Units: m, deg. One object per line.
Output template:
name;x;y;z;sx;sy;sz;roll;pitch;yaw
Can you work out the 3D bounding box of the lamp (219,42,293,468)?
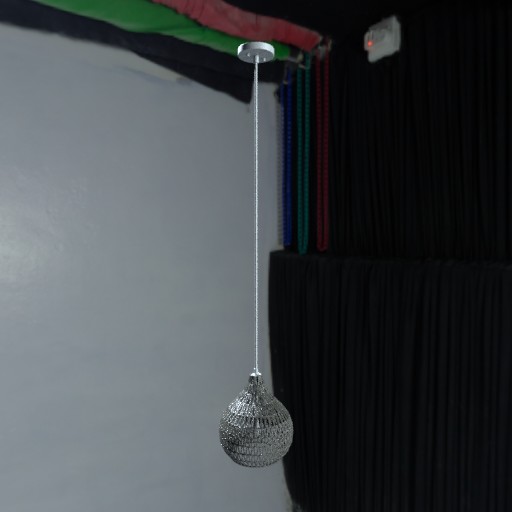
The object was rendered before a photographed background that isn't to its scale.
lamp;0.000;0.000;2.099;0.355;1.919;0.355;-2;3;-36
